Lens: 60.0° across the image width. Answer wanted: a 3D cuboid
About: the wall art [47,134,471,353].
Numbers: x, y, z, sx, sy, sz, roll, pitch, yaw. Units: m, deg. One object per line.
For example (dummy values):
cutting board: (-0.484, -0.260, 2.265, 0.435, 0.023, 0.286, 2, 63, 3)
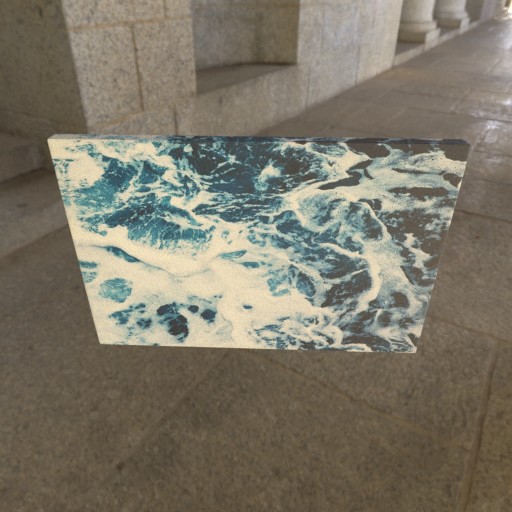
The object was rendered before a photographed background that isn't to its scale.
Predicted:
wall art: (0.000, 0.000, 1.135, 0.915, 0.610, 0.042, 1, 33, 2)
